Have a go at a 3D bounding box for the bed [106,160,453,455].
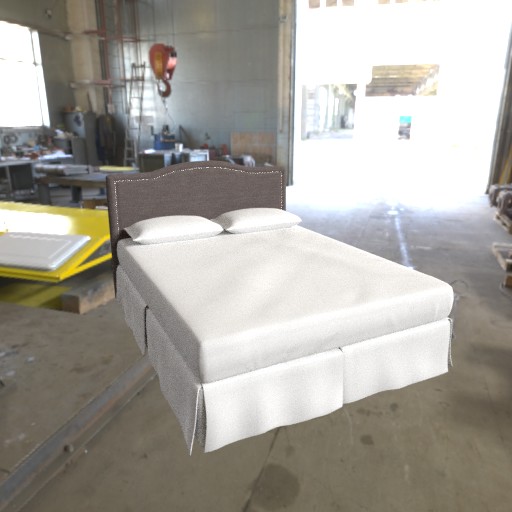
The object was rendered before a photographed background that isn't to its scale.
[{"bbox_3d":[0.000,0.000,3.919,2.161,1.457,2.689,-8,19,-25],"label":"bed"}]
